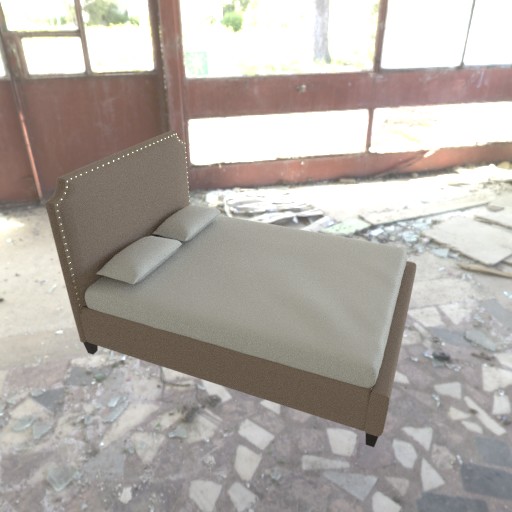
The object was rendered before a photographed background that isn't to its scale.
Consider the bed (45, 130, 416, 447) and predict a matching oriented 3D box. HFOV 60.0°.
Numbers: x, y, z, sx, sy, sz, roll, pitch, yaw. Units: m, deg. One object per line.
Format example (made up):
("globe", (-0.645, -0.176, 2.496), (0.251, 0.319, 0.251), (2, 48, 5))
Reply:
("bed", (0.000, 0.000, 3.494), (2.372, 1.443, 1.713), (12, 31, 20))
